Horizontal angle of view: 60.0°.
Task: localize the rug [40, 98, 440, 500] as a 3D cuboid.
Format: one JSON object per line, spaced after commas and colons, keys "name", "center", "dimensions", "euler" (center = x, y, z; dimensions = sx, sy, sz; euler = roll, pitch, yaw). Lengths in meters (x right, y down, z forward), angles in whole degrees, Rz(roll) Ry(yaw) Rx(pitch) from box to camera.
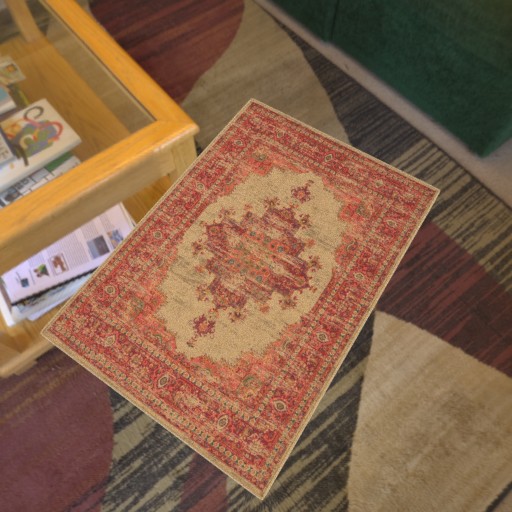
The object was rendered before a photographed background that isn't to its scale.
{"name": "rug", "center": [0.000, 0.000, 2.805], "dimensions": [1.555, 0.011, 2.232], "euler": [31, 68, 14]}
